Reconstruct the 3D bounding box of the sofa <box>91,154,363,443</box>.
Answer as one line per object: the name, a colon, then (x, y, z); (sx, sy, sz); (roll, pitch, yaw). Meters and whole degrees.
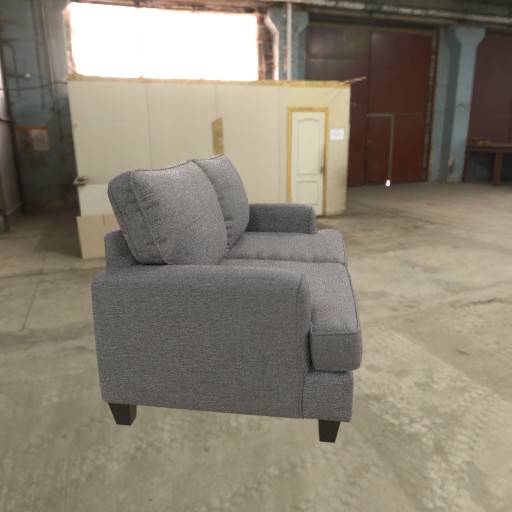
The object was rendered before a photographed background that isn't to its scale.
sofa: (0.000, 0.000, 2.259); (0.965, 0.965, 1.651); (2, 15, 8)
